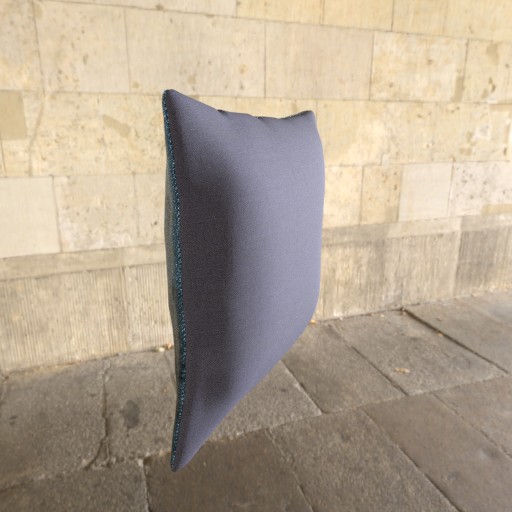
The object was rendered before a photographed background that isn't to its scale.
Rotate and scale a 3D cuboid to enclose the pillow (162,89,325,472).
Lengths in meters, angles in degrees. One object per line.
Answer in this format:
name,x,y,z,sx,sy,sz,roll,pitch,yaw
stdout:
pillow,0.000,0.000,0.647,0.138,0.430,0.436,8,18,25
